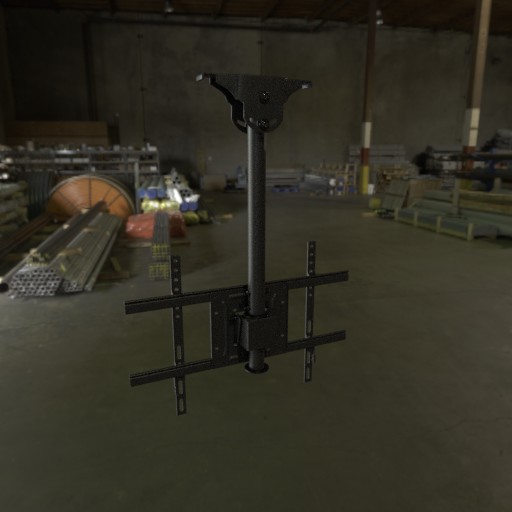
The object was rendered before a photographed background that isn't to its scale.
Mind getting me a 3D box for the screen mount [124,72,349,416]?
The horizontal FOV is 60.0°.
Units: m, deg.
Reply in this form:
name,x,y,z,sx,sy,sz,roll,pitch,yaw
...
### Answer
name,x,y,z,sx,sy,sz,roll,pitch,yaw
screen mount,0.000,0.000,1.030,0.595,0.775,0.090,-6,15,-25
